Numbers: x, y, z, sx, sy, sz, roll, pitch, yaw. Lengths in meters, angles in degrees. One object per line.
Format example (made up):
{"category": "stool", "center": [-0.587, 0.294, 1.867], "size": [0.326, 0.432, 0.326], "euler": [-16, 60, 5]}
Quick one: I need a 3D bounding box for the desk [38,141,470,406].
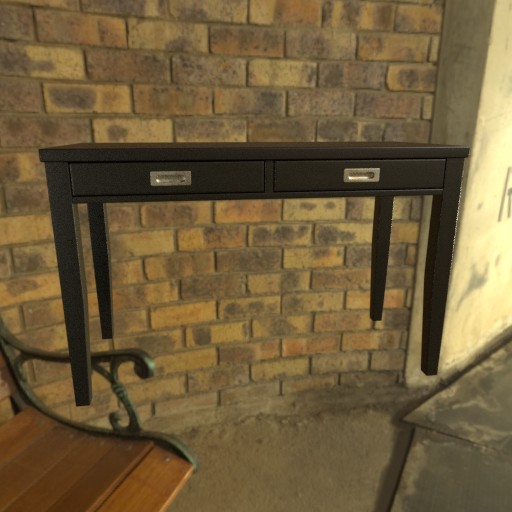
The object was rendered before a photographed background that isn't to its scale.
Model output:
{"category": "desk", "center": [0.000, 0.000, 1.583], "size": [1.220, 0.775, 0.508], "euler": [-2, 16, -8]}
